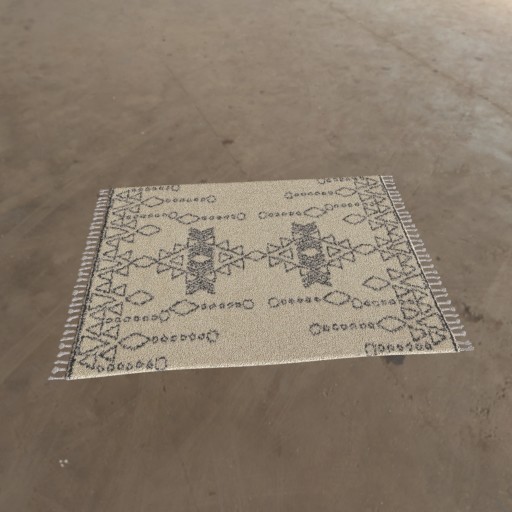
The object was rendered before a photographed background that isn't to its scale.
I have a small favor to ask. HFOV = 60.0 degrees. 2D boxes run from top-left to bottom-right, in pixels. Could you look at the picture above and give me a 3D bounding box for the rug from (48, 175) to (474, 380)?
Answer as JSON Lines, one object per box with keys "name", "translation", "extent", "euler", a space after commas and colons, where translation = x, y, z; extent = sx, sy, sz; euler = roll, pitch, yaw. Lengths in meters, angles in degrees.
{"name": "rug", "translation": [0.000, 0.000, 3.839], "extent": [3.027, 0.028, 2.125], "euler": [-3, 47, -3]}
